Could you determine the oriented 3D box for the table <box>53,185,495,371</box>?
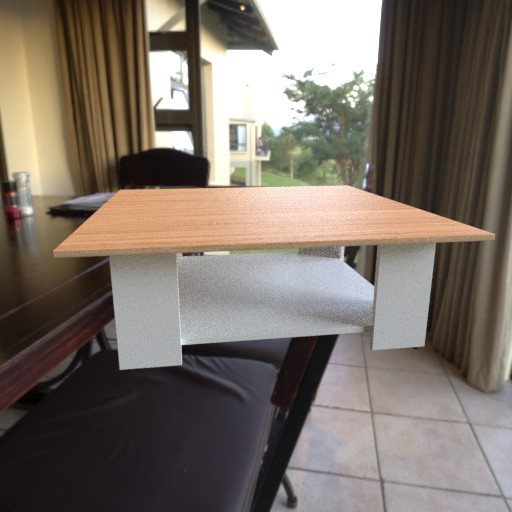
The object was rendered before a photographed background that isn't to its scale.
[{"bbox_3d":[0.000,0.000,1.339,0.890,0.305,0.890,-2,16,-9],"label":"table"}]
